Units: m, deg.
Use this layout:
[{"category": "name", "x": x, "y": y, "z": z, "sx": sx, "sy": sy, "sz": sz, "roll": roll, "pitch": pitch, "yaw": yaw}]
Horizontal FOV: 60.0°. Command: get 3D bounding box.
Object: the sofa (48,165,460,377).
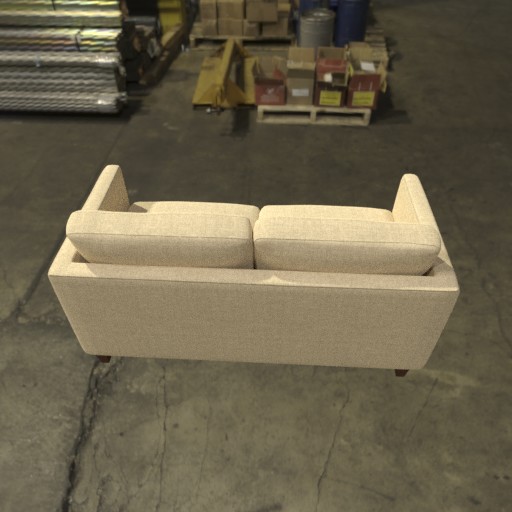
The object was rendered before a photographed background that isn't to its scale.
[{"category": "sofa", "x": 0.000, "y": 0.000, "z": 2.494, "sx": 1.884, "sy": 0.963, "sz": 0.950, "roll": 2, "pitch": 44, "yaw": 2}]
